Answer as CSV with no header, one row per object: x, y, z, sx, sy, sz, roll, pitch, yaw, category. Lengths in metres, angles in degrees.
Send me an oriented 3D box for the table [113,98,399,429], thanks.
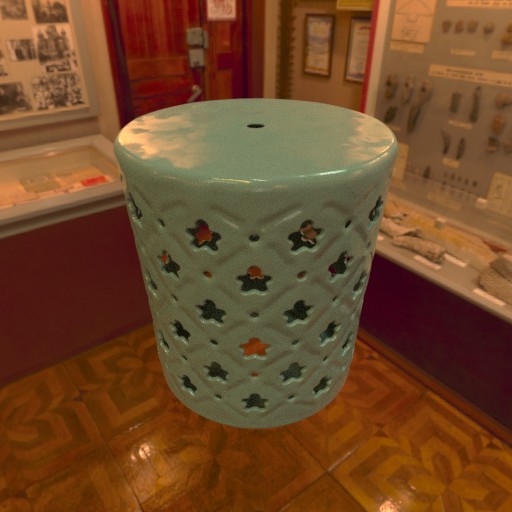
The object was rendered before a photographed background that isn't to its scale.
0.000,0.000,0.660,0.352,0.387,0.352,0,31,0,table
